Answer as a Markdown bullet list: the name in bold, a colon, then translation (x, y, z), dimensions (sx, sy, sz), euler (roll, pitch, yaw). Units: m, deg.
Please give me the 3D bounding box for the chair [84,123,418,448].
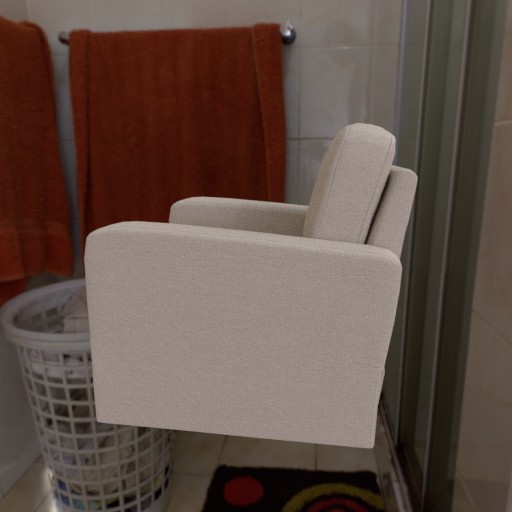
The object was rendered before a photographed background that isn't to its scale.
- **chair**: translation (0.000, 0.000, 1.469), dimensions (0.888, 0.827, 0.755), euler (2, 14, 9)
